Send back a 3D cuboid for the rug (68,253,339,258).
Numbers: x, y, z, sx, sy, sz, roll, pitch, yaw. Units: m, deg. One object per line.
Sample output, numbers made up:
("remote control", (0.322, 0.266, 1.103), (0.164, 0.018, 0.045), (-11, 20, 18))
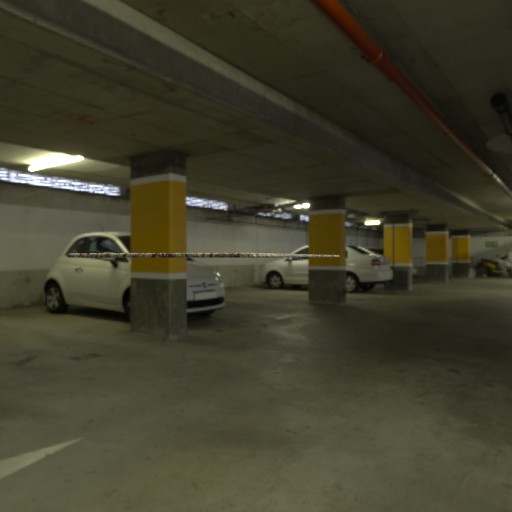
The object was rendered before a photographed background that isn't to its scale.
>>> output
("rug", (0.000, 0.000, 2.555), (0.688, 0.015, 2.292), (0, 0, 17))
